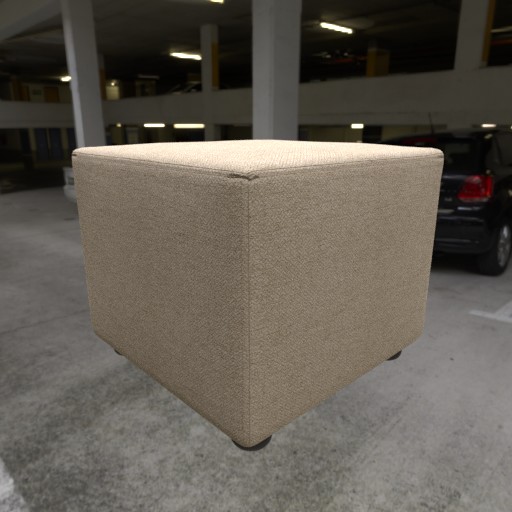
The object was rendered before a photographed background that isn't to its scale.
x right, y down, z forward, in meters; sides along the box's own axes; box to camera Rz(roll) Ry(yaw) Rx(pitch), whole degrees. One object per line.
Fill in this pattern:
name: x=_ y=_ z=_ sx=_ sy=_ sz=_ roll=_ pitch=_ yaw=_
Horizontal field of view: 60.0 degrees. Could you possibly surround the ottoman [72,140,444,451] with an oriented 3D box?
ottoman: x=0.000 y=0.000 z=0.873 sx=0.508 sy=0.432 sz=0.508 roll=-15 pitch=22 yaw=-41
